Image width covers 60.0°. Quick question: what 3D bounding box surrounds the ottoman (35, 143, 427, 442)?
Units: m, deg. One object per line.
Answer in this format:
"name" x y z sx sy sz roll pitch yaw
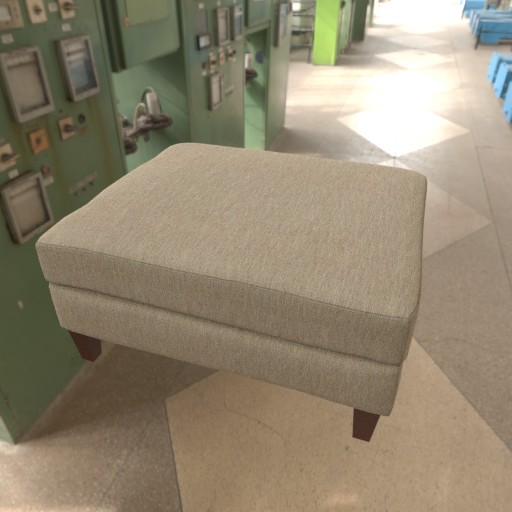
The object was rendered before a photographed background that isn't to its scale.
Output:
"ottoman" 0.000 0.000 1.442 0.976 0.492 0.836 11 35 16
